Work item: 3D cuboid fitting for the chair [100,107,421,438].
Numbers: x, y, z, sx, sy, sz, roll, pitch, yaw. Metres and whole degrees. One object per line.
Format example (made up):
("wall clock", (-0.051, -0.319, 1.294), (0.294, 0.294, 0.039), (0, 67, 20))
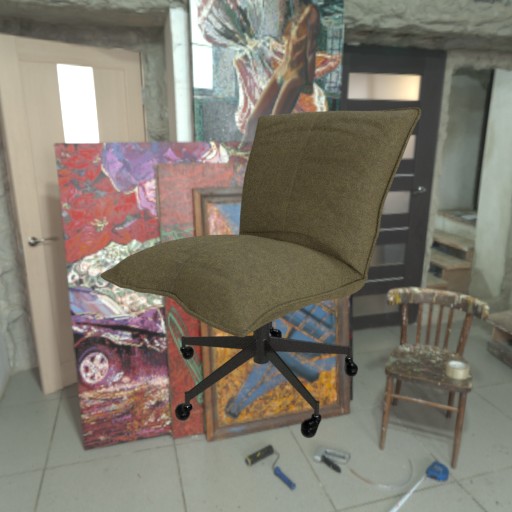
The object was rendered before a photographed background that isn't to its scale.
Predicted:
("chair", (0.000, 0.000, 1.264), (0.597, 0.811, 0.696), (14, 21, 42))
